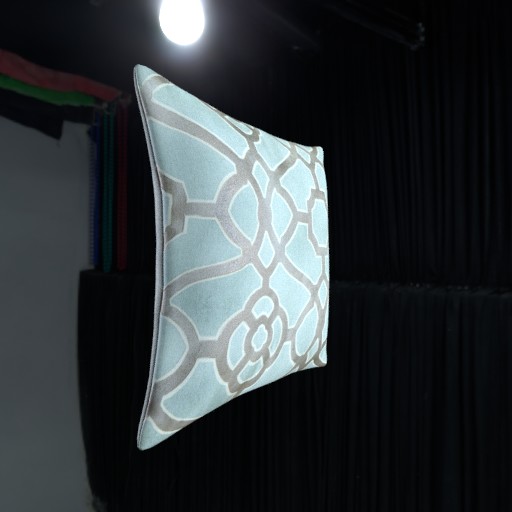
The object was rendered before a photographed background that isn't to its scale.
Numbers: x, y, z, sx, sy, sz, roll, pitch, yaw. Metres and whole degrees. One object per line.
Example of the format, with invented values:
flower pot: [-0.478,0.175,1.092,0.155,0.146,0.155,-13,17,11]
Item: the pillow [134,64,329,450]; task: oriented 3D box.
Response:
pillow: [0.000,0.000,0.806,0.166,0.508,0.552,0,0,34]
